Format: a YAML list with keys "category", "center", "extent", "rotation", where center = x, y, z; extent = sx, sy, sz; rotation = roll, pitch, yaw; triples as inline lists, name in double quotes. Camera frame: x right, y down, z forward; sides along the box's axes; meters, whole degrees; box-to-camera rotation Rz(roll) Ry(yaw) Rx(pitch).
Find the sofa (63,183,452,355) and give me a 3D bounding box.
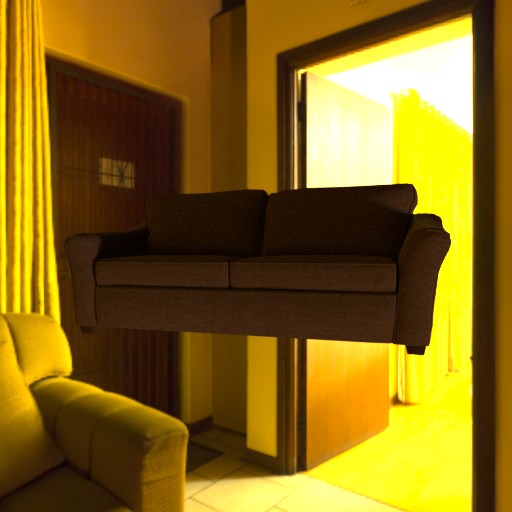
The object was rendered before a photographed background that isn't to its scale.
- category: "sofa"
  center: [0.000, 0.000, 2.842]
  extent: [2.270, 0.950, 0.971]
  rotation: [0, 0, 18]
